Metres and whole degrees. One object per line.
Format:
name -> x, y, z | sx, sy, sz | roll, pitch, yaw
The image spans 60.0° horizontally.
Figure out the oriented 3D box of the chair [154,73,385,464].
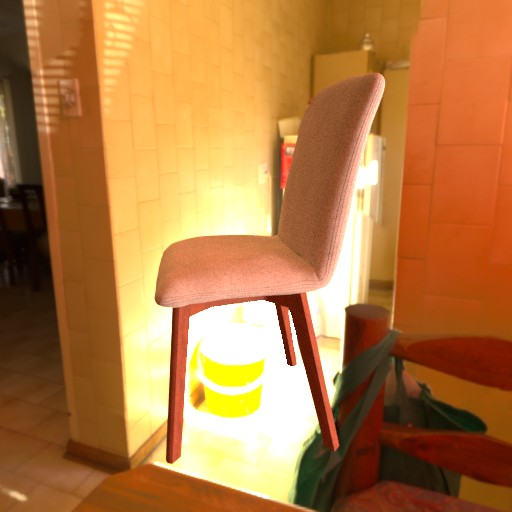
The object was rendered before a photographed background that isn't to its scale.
chair -> 0.000, 0.000, 1.302 | 0.563, 0.974, 0.522 | -2, 14, -9
